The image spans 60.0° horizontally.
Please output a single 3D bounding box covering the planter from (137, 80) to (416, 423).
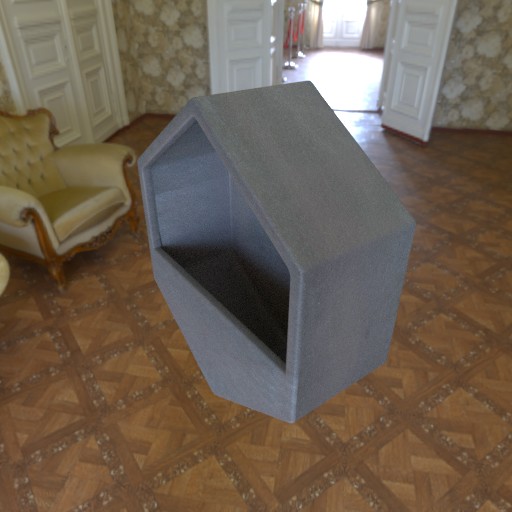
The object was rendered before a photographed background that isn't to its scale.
[{"bbox_3d":[0.000,0.000,0.286,0.077,0.206,0.169,-21,38,-30],"label":"planter"}]
